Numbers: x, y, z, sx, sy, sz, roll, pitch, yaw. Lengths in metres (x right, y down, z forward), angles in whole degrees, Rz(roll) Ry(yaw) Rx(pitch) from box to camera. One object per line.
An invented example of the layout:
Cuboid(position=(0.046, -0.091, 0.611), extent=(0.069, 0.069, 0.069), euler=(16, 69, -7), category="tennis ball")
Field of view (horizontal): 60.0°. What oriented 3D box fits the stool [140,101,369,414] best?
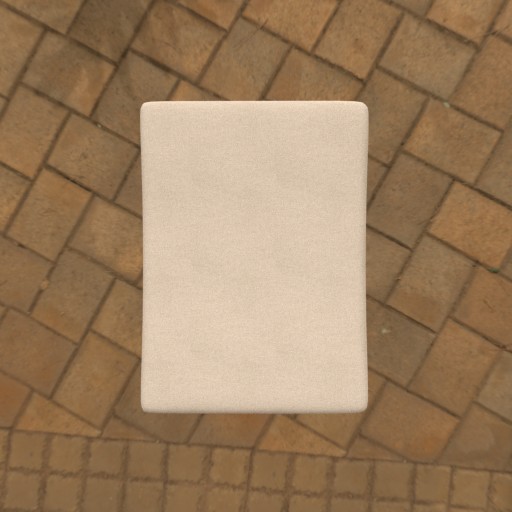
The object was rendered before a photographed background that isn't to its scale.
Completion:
Cuboid(position=(0.000, 0.000, 0.962), extent=(0.361, 0.642, 0.500), euler=(0, 91, 0), category="stool")
